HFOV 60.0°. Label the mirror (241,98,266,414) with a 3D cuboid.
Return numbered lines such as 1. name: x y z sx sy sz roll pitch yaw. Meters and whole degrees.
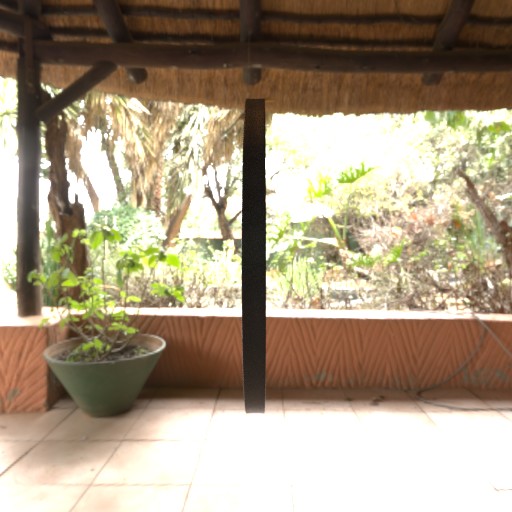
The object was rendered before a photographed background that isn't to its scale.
1. mirror: 0.000 0.000 0.844 0.032 0.565 0.565 0 0 1
